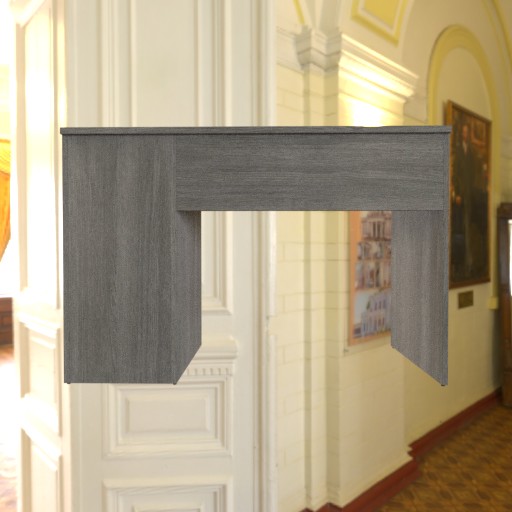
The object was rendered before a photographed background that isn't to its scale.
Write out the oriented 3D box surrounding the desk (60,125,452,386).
[{"bbox_3d":[0.000,0.000,1.525,1.097,0.735,0.560,0,1,1],"label":"desk"}]
